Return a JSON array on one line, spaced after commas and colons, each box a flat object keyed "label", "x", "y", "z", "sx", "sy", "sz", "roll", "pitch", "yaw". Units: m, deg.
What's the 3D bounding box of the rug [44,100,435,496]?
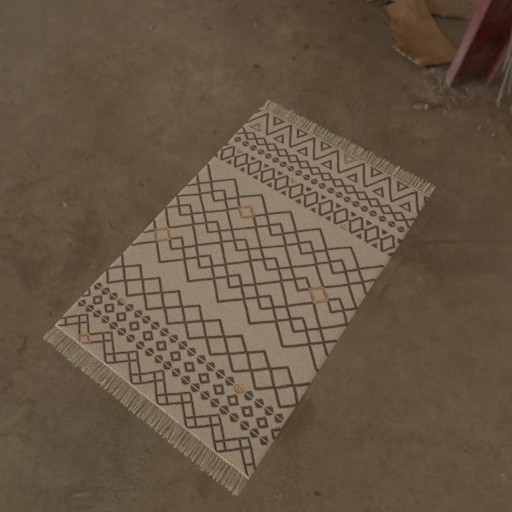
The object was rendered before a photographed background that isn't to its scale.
[{"label": "rug", "x": 0.000, "y": 0.000, "z": 2.442, "sx": 1.224, "sy": 0.028, "sz": 2.023, "roll": 32, "pitch": 68, "yaw": 15}]
